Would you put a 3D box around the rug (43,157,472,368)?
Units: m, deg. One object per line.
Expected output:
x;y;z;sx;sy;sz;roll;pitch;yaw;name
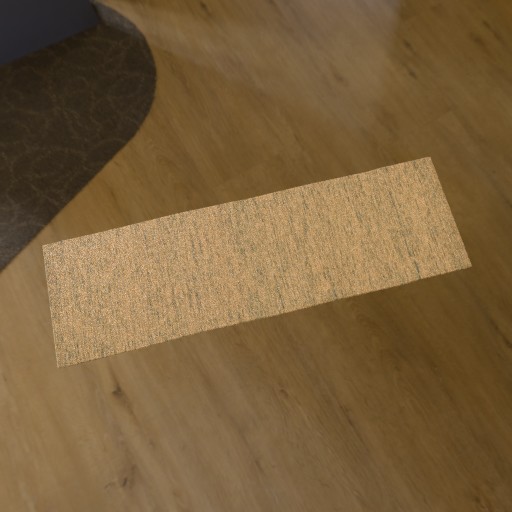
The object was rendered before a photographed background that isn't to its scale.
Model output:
0.000;0.000;2.465;2.290;0.014;0.700;-13;75;-4;rug
